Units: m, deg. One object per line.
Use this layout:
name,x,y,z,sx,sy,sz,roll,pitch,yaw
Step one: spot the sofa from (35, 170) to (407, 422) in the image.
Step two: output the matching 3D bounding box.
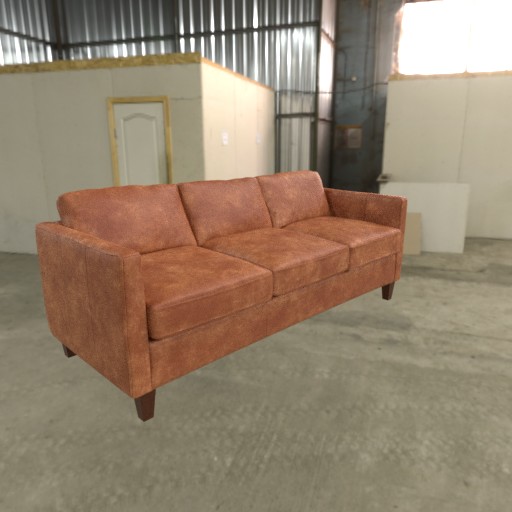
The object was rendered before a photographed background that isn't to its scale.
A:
sofa,0.000,0.000,3.006,2.464,1.006,1.045,-15,21,-43
